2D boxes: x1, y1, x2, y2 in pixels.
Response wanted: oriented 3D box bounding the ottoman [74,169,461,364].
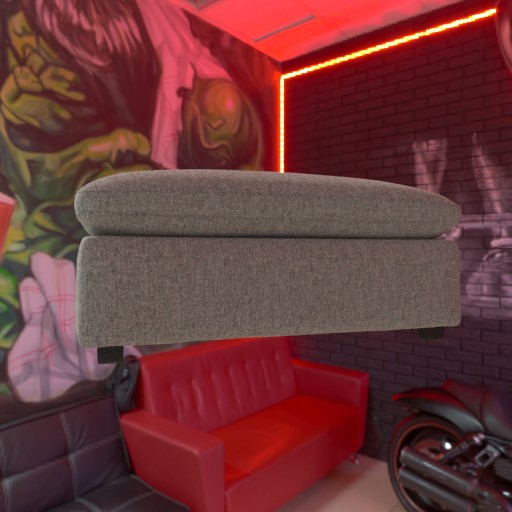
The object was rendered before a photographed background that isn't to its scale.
[{"bbox_3d":[0.000,0.000,1.337,0.977,0.451,0.694,0,0,-17],"label":"ottoman"}]
